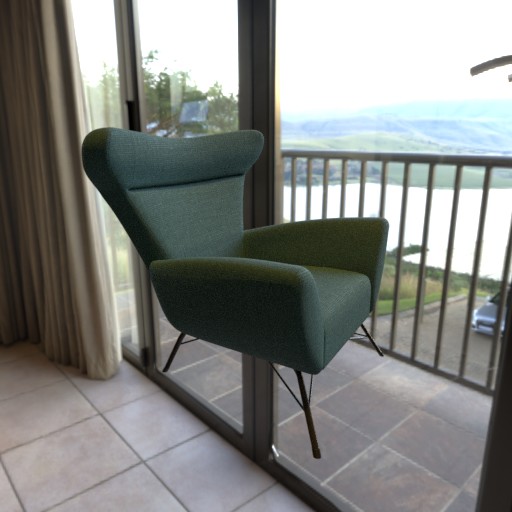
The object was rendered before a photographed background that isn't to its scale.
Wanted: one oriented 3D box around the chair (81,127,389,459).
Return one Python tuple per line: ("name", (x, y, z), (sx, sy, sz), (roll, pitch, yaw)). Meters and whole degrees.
("chair", (0.000, 0.000, 1.766), (0.900, 0.980, 1.050), (9, 17, 29))
